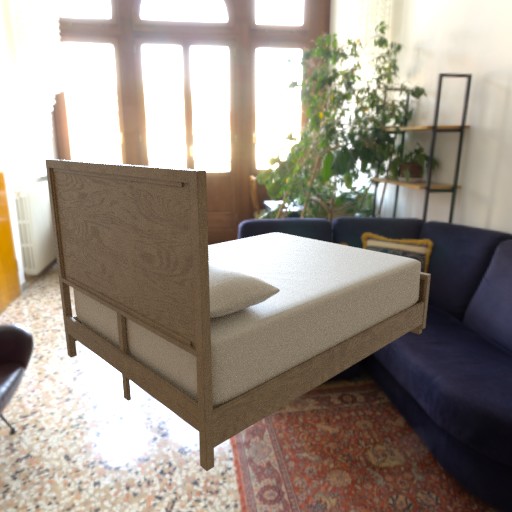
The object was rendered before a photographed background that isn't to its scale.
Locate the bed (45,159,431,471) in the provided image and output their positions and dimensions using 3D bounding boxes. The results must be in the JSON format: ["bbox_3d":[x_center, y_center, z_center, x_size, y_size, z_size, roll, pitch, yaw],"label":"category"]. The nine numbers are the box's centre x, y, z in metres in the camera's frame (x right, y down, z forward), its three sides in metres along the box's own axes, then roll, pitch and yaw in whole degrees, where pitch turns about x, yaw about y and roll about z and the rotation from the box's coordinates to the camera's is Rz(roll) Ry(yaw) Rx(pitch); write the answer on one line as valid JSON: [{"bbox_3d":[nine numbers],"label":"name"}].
[{"bbox_3d":[0.000,0.000,3.177,2.189,1.369,1.606,-14,20,-42],"label":"bed"}]
